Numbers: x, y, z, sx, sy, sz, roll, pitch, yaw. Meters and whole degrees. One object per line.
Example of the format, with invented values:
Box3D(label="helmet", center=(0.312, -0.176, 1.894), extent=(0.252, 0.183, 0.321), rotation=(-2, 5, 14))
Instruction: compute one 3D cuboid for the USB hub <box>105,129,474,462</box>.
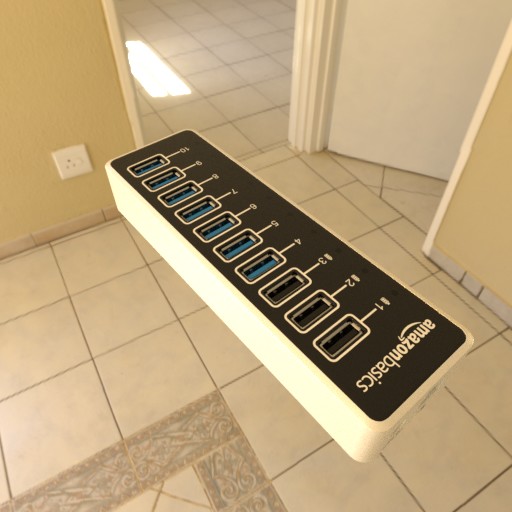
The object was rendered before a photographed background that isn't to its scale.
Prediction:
Box3D(label="USB hub", center=(0.000, 0.000, 0.161), extent=(0.044, 0.023, 0.145), rotation=(-32, 55, -26))
